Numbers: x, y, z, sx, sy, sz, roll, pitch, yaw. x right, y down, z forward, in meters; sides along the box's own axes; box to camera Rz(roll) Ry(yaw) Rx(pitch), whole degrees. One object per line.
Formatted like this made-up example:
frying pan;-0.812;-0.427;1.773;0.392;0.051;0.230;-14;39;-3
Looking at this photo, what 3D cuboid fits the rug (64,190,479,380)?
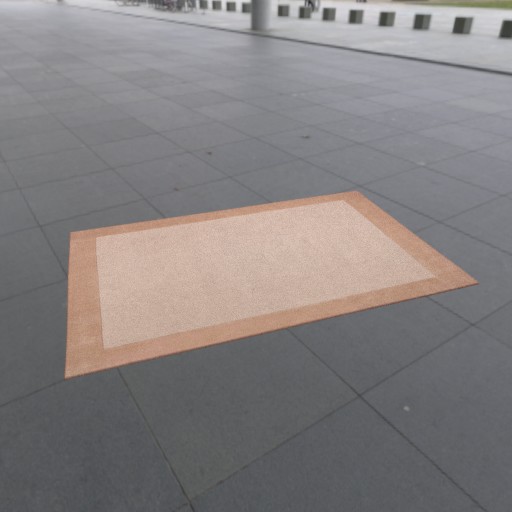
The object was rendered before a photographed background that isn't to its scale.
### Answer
rug;0.000;0.000;3.048;2.438;0.014;1.524;-10;33;-16
